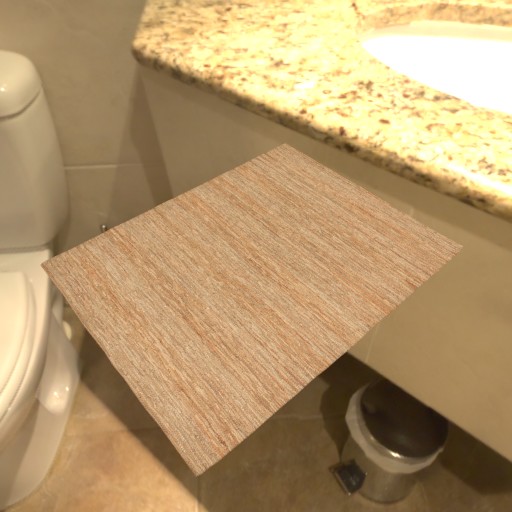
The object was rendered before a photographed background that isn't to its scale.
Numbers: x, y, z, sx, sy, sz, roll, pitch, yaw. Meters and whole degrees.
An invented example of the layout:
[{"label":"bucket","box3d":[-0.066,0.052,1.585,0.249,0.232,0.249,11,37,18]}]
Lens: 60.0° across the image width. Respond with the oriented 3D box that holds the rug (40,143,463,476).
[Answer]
[{"label":"rug","box3d":[0.000,0.000,3.880,2.939,0.009,2.313,-32,54,-27]}]
